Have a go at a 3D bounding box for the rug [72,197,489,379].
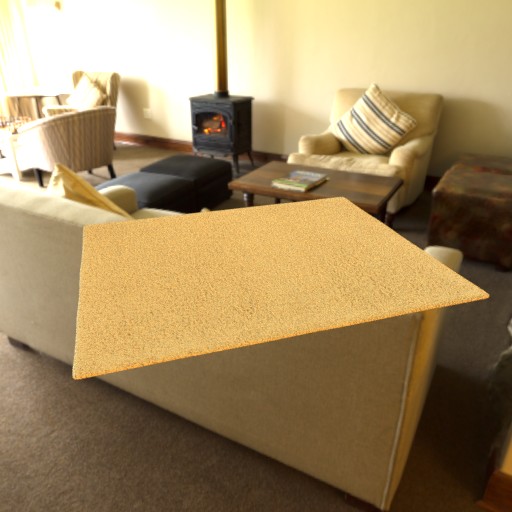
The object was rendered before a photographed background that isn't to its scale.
[{"bbox_3d":[0.000,0.000,4.057,3.047,0.029,2.438,-8,28,-16],"label":"rug"}]
